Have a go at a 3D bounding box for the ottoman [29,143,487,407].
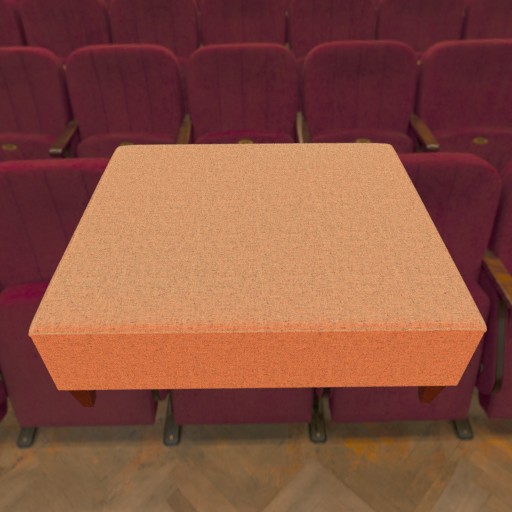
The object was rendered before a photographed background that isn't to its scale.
[{"bbox_3d":[0.000,0.000,1.164,0.835,0.303,0.736,-1,41,-1],"label":"ottoman"}]
